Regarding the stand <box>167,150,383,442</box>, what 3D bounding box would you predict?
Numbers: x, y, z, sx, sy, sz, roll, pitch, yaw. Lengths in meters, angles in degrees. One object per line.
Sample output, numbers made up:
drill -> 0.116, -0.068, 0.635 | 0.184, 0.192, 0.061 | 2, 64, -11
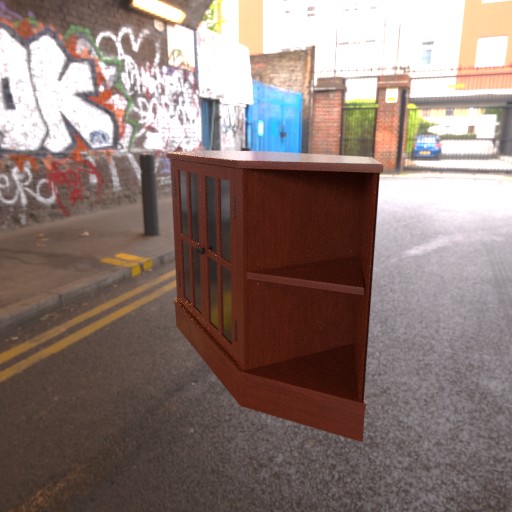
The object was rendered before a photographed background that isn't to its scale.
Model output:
stand -> 0.000, 0.000, 1.377 | 0.381, 0.614, 1.072 | -7, 17, -26
